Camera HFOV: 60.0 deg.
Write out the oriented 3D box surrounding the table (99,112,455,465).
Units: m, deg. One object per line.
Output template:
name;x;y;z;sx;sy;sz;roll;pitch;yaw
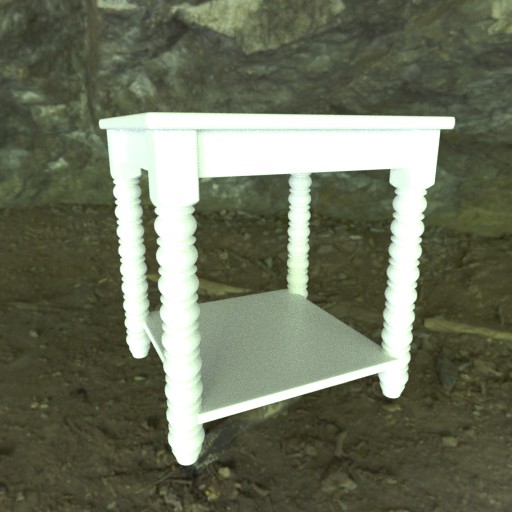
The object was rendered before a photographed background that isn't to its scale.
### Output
table;0.000;0.000;0.947;0.533;0.563;0.500;-7;18;-24
